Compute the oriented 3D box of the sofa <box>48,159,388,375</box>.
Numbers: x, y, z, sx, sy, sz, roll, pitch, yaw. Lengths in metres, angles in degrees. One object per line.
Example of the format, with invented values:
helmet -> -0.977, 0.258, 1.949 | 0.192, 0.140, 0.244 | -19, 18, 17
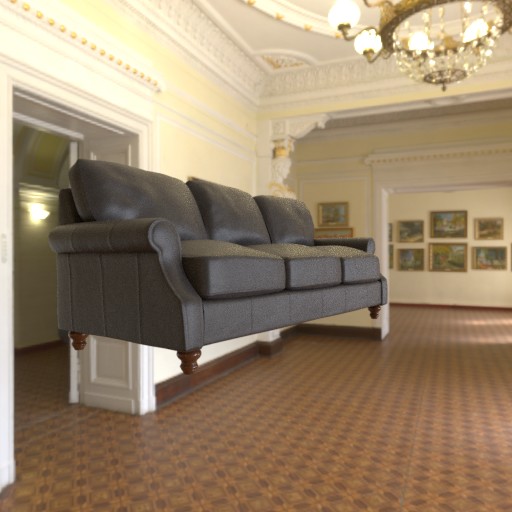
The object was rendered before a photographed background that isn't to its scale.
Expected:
sofa -> 0.000, 0.000, 2.881 | 0.974, 0.977, 2.387 | 0, 0, 36
